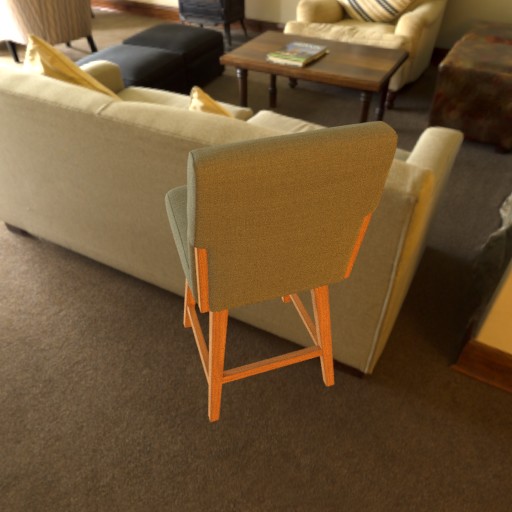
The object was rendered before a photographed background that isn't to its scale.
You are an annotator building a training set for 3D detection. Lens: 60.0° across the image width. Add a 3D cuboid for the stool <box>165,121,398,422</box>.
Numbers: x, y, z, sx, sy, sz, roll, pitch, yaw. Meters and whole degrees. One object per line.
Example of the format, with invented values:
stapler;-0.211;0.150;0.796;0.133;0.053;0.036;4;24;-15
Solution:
stool;0.000;0.000;1.348;0.459;1.019;0.570;-12;43;-14
